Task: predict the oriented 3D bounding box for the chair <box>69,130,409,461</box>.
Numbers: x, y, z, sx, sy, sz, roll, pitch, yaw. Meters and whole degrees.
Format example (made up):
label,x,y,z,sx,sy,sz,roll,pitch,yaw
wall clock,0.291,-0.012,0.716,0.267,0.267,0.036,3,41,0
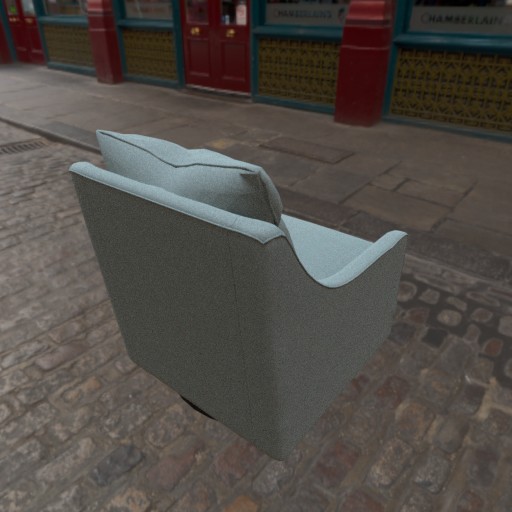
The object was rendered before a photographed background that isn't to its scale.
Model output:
label,x,y,z,sx,sy,sz,roll,pitch,yaw
chair,0.000,0.000,1.549,0.760,0.926,0.870,21,36,33
